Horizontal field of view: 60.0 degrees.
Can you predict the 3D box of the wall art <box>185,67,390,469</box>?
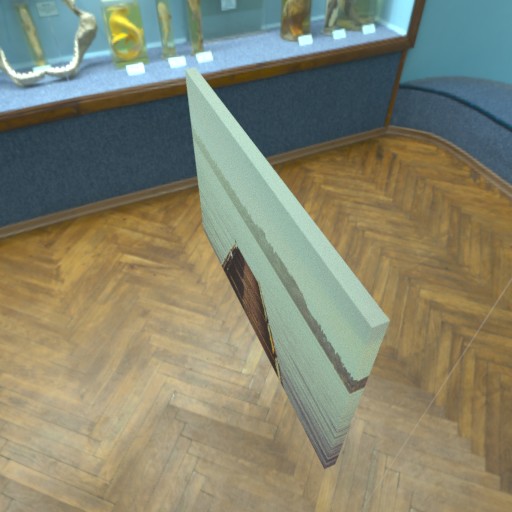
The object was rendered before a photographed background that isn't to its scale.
[{"bbox_3d":[0.000,0.000,1.441,0.040,0.765,1.149,-17,49,-16],"label":"wall art"}]
